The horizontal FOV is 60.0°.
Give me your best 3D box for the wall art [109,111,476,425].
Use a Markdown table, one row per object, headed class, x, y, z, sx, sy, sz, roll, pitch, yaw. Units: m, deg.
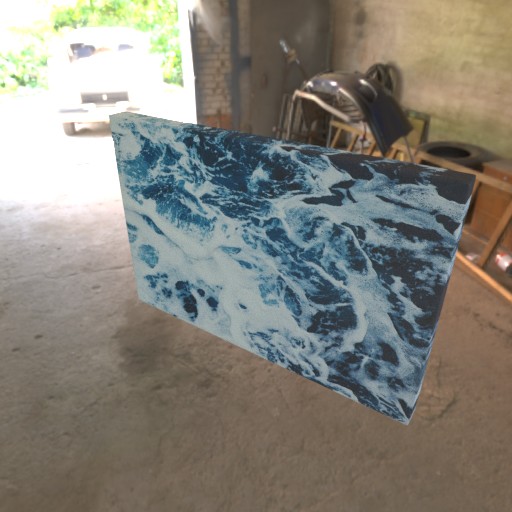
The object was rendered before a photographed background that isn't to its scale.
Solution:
| class | x | y | z | sx | sy | sz | roll | pitch | yaw |
| --- | --- | --- | --- | --- | --- | --- | --- | --- | --- |
| wall art | 0.000 | 0.000 | 0.762 | 0.609 | 0.407 | 0.043 | 19 | 35 | 29 |
